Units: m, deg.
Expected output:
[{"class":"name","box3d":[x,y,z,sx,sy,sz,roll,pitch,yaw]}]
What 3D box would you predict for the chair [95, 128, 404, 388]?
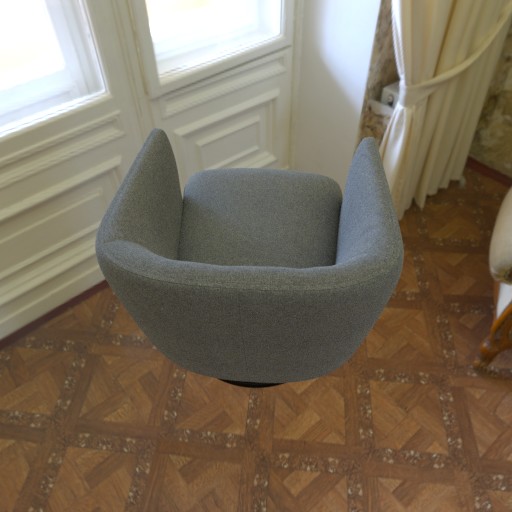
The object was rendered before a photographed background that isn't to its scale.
[{"class":"chair","box3d":[0.000,0.000,1.582,0.822,0.861,0.986,3,47,3]}]
